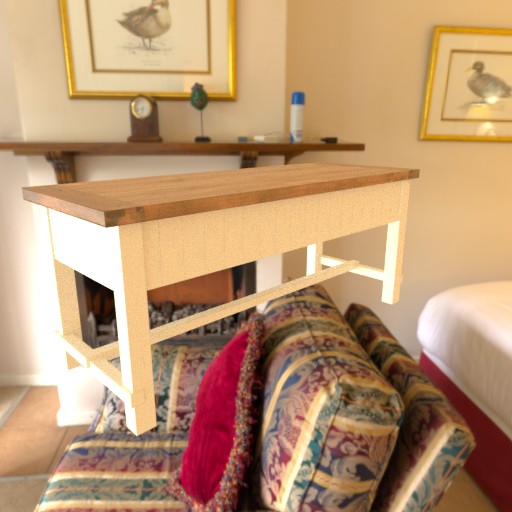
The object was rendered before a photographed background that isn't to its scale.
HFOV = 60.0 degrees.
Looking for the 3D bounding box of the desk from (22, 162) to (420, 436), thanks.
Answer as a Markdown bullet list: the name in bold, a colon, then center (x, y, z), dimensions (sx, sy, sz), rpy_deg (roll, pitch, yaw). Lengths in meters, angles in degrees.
- **desk**: center (0.000, 0.000, 2.150), dimensions (1.803, 0.762, 0.688), rpy_deg (-15, 22, -42)
